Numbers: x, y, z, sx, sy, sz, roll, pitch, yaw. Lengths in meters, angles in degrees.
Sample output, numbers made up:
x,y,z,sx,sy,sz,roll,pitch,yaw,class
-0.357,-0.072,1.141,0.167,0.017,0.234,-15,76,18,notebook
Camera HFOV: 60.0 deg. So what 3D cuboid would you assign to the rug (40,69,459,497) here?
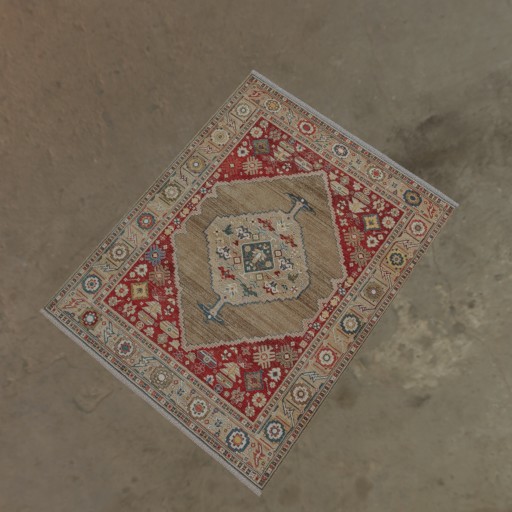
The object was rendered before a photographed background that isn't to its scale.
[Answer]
x,y,z,sx,sy,sz,roll,pitch,yaw,class
0.000,0.000,4.050,2.451,0.008,3.143,36,78,9,rug
